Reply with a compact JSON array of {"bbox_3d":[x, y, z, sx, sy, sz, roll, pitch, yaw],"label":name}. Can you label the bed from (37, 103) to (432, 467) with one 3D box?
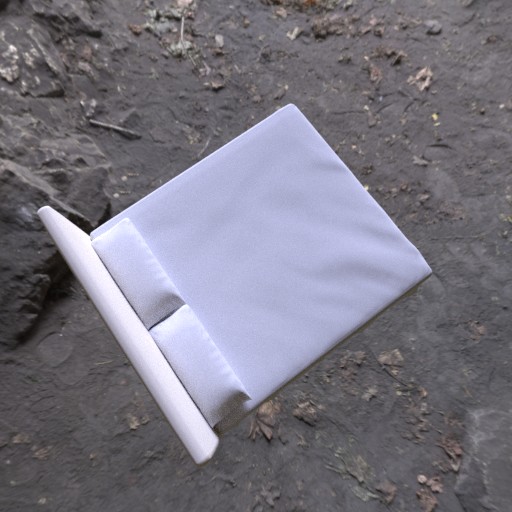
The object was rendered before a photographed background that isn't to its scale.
[{"bbox_3d":[0.000,0.000,3.649,2.341,1.317,2.119,-35,79,-8],"label":"bed"}]
